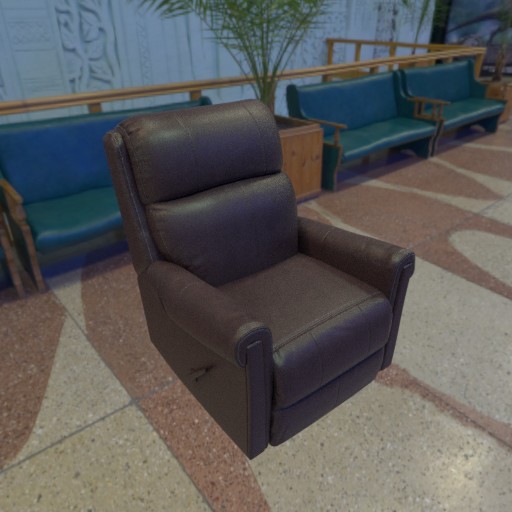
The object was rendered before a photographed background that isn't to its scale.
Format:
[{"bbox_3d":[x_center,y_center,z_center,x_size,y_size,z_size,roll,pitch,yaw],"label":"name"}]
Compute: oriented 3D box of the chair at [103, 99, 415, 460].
[{"bbox_3d":[0.000,0.000,1.778,0.838,1.054,1.014,-21,35,-32],"label":"chair"}]
